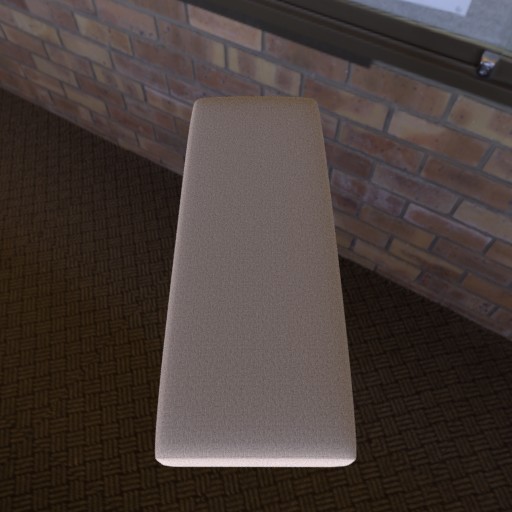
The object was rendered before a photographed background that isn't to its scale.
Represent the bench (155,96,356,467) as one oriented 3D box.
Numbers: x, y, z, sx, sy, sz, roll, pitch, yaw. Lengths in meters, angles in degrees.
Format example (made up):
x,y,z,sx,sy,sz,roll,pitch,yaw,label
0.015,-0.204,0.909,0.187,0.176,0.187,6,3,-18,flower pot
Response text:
x,y,z,sx,sy,sz,roll,pitch,yaw,label
0.000,0.000,1.841,0.631,0.383,1.598,0,58,0,bench
